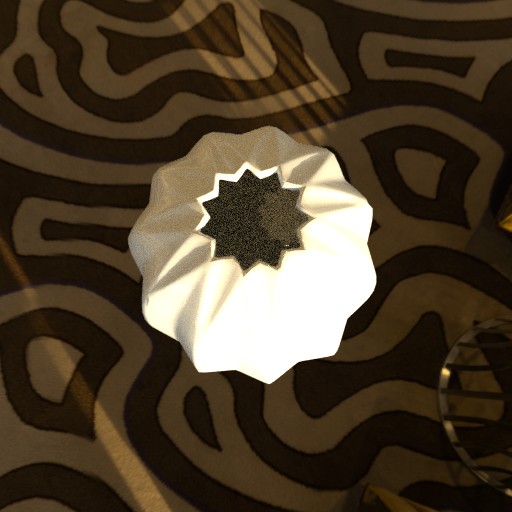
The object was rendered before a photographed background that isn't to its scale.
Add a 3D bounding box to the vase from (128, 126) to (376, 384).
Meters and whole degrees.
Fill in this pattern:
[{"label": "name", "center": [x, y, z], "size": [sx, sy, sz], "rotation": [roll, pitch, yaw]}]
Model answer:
[{"label": "vase", "center": [0.000, 0.000, 0.249], "size": [0.139, 0.134, 0.139], "rotation": [0, 75, 0]}]
